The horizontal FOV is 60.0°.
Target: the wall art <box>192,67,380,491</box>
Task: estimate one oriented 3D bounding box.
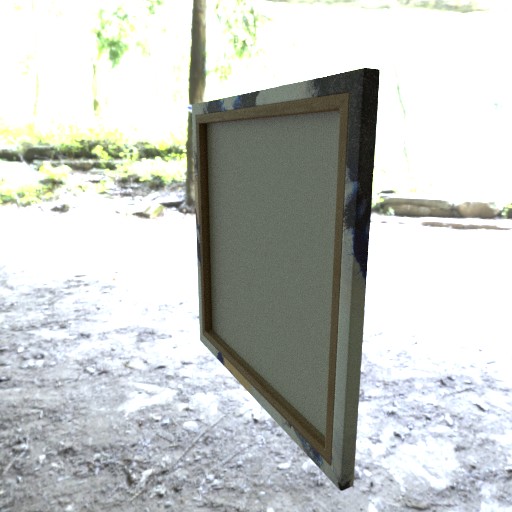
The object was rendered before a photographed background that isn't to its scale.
[{"bbox_3d":[0.000,0.000,1.270,0.038,0.885,0.887,-7,16,-27],"label":"wall art"}]
